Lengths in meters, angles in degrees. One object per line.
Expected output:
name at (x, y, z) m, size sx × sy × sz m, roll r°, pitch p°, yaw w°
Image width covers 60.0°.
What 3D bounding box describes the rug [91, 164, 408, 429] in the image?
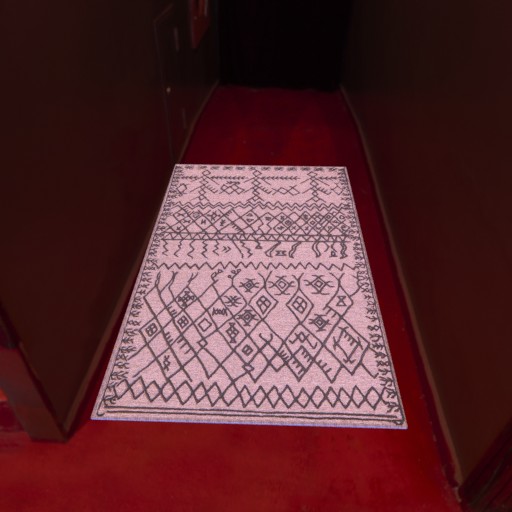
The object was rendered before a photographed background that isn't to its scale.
rug at (0.000, 0.000, 3.047) m, size 1.526 × 0.012 × 2.444 m, roll 1°, pitch 41°, yaw 1°
